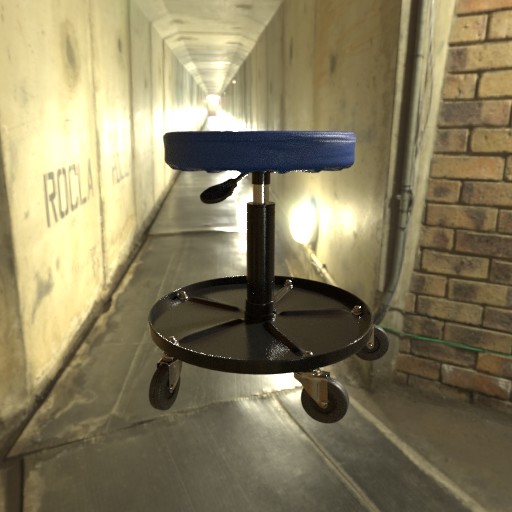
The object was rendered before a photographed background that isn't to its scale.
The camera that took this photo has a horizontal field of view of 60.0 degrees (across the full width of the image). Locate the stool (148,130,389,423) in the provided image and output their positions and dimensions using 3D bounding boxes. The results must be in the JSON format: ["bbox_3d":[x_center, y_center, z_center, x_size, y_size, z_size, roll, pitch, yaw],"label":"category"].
[{"bbox_3d":[0.000,0.000,0.676,0.381,0.365,0.382,7,17,26],"label":"stool"}]
